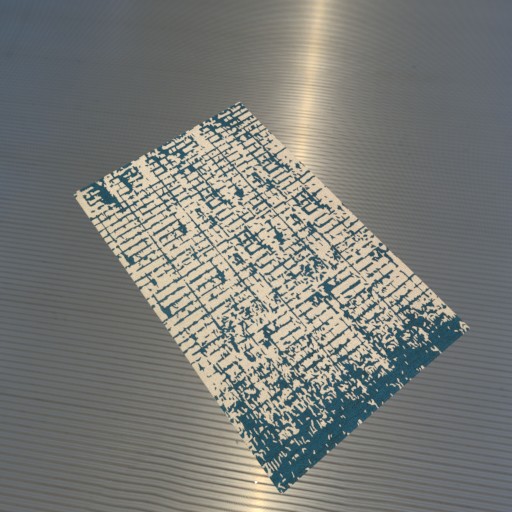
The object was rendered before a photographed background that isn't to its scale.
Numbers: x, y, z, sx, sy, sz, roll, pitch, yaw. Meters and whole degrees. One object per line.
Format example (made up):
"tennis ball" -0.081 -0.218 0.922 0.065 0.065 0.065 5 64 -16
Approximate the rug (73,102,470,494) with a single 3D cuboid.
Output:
"rug" 0.000 0.000 3.008 1.517 0.011 2.435 -34 68 -16
